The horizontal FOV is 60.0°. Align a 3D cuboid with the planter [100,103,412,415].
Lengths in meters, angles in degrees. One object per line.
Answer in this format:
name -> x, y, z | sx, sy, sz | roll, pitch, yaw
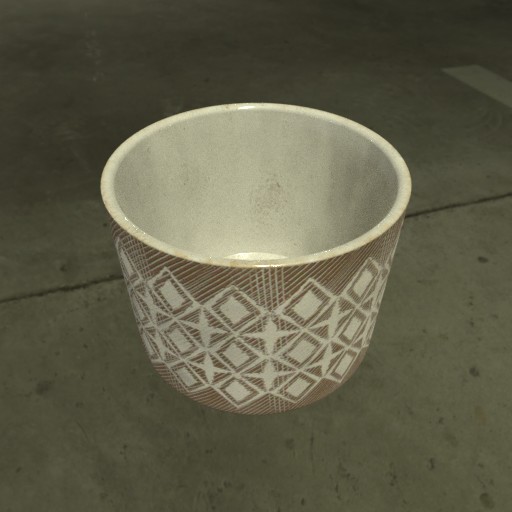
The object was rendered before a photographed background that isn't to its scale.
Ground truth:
planter -> 0.000, 0.000, 0.220 | 0.126, 0.104, 0.126 | 0, 42, 0
